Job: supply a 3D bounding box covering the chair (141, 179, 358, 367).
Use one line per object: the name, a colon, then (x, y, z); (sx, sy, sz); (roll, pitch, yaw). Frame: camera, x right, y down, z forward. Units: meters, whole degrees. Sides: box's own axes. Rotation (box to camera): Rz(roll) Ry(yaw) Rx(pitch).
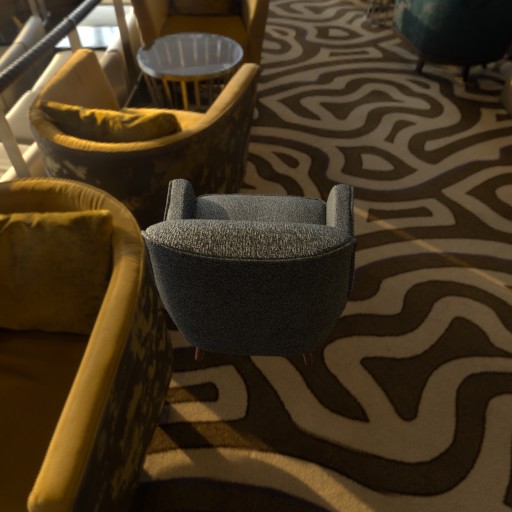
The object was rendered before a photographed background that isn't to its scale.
chair: (0.000, 0.000, 1.580); (0.763, 0.883, 0.859); (2, 46, 2)
